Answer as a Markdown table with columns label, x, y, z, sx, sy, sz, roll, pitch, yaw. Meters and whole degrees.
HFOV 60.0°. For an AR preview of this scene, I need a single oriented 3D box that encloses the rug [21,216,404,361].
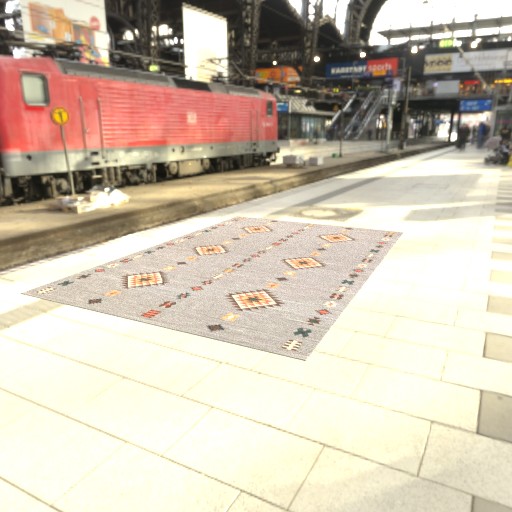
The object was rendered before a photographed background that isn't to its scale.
| label | x | y | z | sx | sy | sz | roll | pitch | yaw |
| --- | --- | --- | --- | --- | --- | --- | --- | --- | --- |
| rug | 0.000 | 0.000 | 2.308 | 1.217 | 0.005 | 1.818 | 8 | 18 | 25 |
